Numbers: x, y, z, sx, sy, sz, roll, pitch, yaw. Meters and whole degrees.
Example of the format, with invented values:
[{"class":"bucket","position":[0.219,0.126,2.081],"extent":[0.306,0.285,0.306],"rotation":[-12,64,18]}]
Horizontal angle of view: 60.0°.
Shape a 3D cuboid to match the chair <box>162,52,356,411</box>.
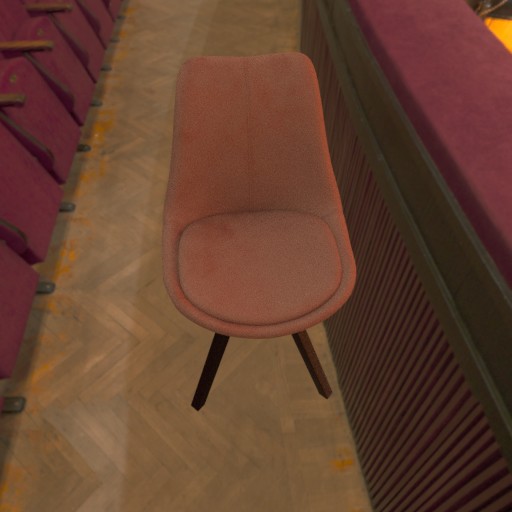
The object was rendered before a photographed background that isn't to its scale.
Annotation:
[{"class":"chair","position":[0.000,0.000,1.199],"extent":[0.483,0.865,0.547],"rotation":[-4,47,-4]}]
